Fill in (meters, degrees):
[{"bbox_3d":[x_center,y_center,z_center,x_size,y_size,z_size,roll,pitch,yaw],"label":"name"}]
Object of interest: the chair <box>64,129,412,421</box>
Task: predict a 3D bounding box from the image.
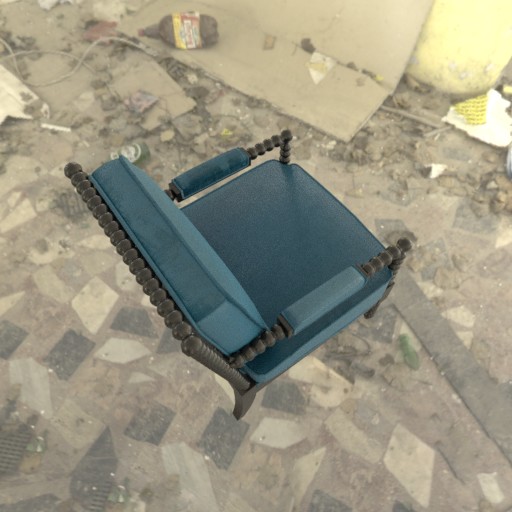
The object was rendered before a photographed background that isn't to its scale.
[{"bbox_3d":[0.000,0.000,1.496,0.805,0.857,0.688,-32,63,-18],"label":"chair"}]
